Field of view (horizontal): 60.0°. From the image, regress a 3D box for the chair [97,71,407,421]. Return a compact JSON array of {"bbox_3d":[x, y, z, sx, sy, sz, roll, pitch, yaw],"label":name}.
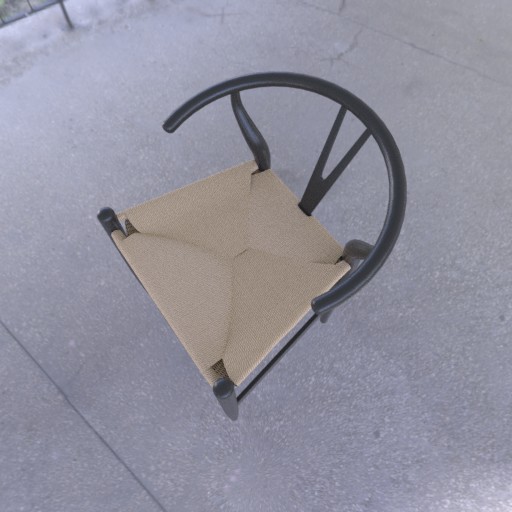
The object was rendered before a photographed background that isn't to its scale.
[{"bbox_3d":[0.000,0.000,1.160,0.570,0.739,0.570,-33,68,-15],"label":"chair"}]
